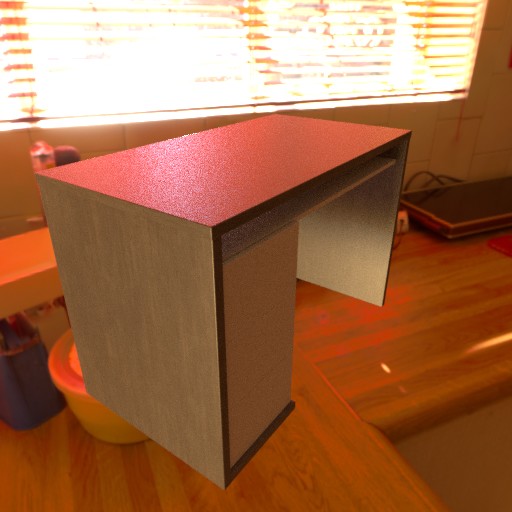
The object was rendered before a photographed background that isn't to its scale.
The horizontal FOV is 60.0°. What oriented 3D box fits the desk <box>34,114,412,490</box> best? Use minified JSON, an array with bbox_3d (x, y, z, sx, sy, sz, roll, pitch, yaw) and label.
[{"bbox_3d":[0.000,0.000,1.539,0.600,0.750,1.100,18,32,32],"label":"desk"}]
